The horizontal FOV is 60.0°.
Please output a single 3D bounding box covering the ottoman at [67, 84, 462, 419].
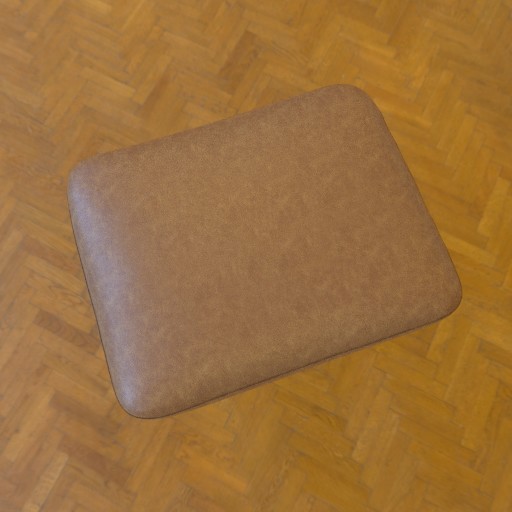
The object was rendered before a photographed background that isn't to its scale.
[{"bbox_3d":[0.000,0.000,1.112,0.747,0.478,0.593,-19,76,-5],"label":"ottoman"}]
